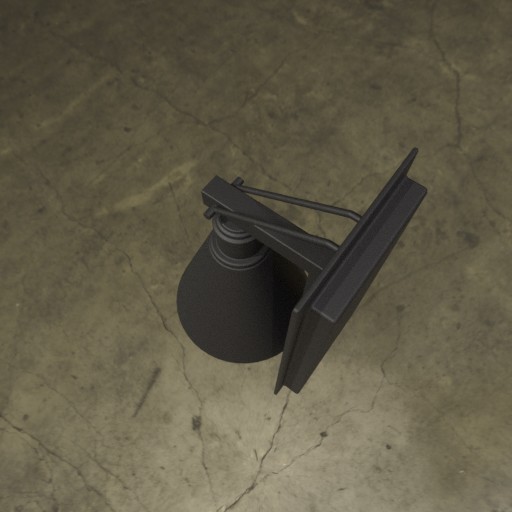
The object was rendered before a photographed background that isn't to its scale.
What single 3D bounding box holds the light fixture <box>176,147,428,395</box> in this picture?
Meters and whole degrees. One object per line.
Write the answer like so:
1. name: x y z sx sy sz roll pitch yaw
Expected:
1. light fixture: 0.000 0.000 0.430 0.207 0.298 0.170 34 69 15
